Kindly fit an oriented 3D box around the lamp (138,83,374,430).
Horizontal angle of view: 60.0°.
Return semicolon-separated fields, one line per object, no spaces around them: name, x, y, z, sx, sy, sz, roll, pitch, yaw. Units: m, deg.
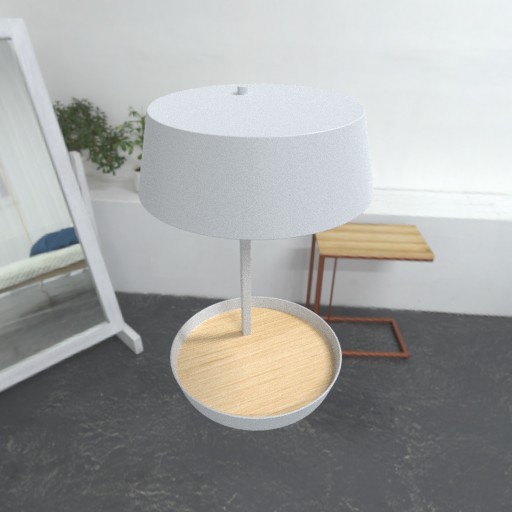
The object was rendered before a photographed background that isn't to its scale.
lamp;0.000;0.000;0.619;0.291;0.429;0.291;0;32;0
